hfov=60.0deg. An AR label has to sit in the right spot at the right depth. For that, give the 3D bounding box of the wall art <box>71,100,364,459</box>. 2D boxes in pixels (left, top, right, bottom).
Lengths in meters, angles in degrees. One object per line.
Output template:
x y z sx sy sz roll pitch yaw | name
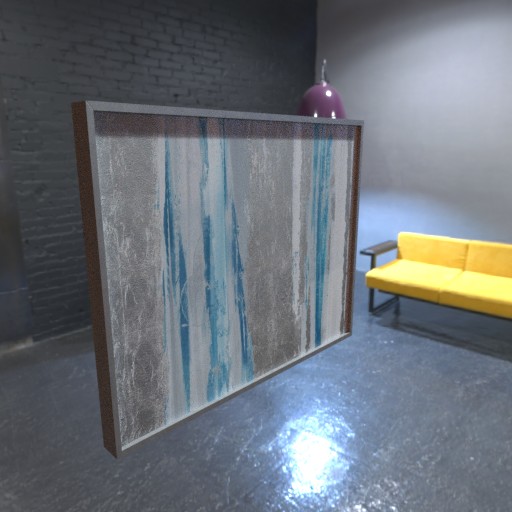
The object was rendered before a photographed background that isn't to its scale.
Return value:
0.000 0.000 0.736 0.037 0.450 0.557 14 19 43 | wall art
